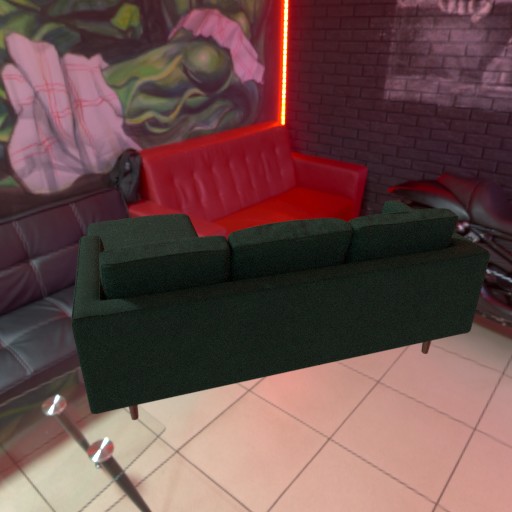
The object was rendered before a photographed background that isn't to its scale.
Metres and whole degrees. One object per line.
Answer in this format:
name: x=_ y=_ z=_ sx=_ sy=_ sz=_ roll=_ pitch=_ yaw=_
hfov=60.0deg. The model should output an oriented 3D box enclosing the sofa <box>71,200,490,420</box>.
sofa: x=0.000 y=0.000 z=2.765 sx=2.030 sy=0.899 sz=1.580 roll=-8 pitch=28 yaw=-16
